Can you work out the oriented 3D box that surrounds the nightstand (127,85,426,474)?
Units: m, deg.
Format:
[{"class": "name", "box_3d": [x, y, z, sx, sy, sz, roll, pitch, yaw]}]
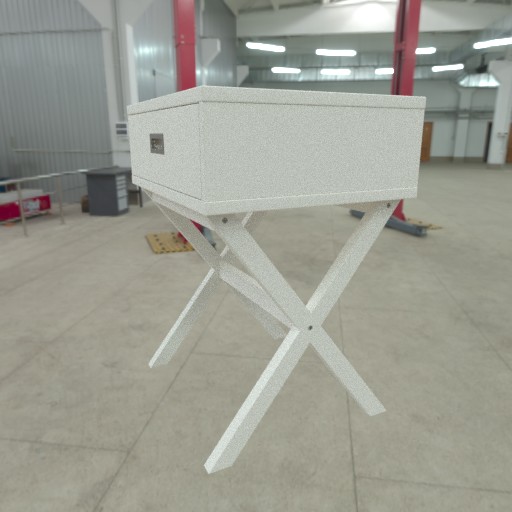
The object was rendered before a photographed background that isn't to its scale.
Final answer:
[{"class": "nightstand", "box_3d": [0.000, 0.000, 0.947, 0.402, 0.623, 0.479, -8, 17, -26]}]
